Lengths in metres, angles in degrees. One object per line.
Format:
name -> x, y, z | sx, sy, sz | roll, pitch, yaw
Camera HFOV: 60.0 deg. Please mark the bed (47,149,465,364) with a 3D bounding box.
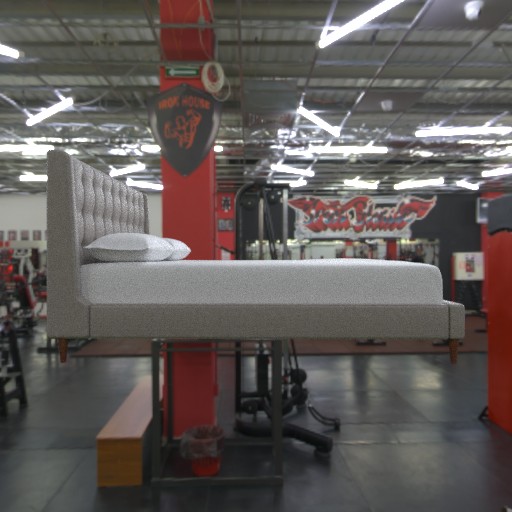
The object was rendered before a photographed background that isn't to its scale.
bed -> 0.000, 0.000, 3.171 | 2.232, 1.147, 1.656 | 0, 0, 1
